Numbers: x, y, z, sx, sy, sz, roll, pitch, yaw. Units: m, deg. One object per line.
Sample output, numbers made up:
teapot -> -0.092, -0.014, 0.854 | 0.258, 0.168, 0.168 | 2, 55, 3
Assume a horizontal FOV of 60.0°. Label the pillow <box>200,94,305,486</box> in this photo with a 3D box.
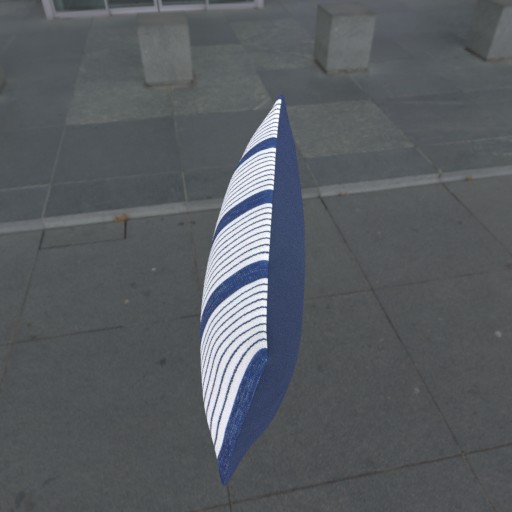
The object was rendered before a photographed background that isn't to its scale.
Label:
pillow -> 0.000, 0.000, 0.722 | 0.156, 0.292, 0.608 | 2, 42, 3
